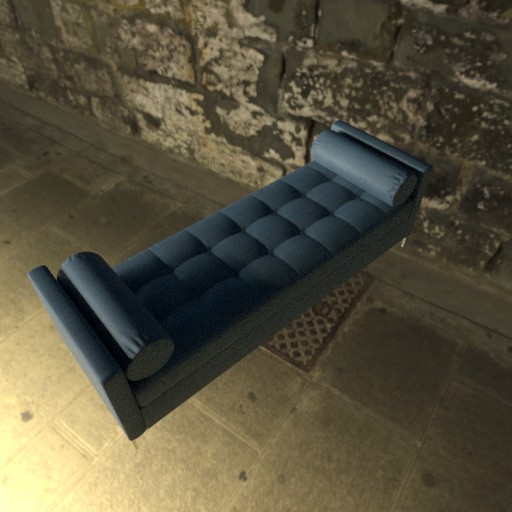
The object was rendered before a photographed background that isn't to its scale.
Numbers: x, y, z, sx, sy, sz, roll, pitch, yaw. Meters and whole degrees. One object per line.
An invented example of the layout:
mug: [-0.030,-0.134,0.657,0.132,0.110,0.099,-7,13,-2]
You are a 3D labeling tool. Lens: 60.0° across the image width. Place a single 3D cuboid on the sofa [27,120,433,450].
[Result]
sofa: [0.000,0.000,2.350,1.981,0.635,0.686,-32,54,-27]
